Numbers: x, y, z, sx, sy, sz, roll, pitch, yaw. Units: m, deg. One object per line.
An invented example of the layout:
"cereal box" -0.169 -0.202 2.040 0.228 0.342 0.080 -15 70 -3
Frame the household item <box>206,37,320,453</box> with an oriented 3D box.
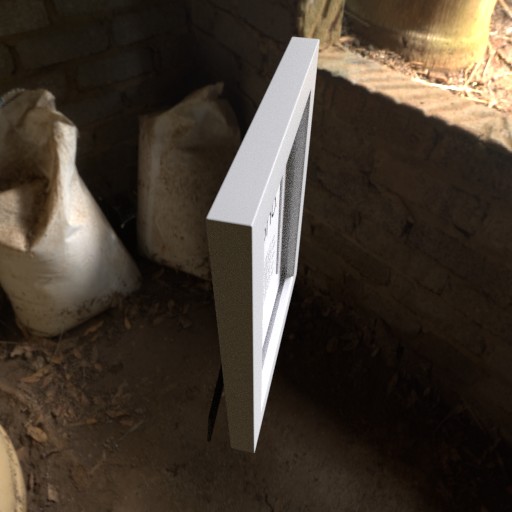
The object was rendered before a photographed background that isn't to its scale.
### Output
"household item" 0.000 0.000 0.339 0.045 0.250 0.200 10 47 9
